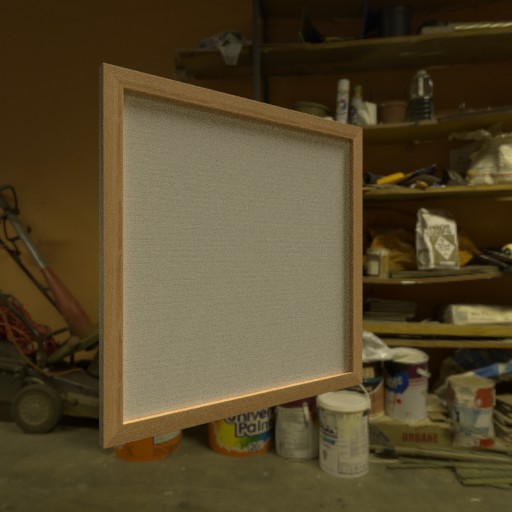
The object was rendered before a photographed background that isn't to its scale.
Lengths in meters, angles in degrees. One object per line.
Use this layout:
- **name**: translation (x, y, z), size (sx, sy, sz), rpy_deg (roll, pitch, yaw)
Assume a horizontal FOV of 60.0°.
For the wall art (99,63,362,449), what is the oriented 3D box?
- **wall art**: translation (0.000, 0.000, 1.107), size (0.762, 0.762, 0.027), rpy_deg (0, 0, -36)
